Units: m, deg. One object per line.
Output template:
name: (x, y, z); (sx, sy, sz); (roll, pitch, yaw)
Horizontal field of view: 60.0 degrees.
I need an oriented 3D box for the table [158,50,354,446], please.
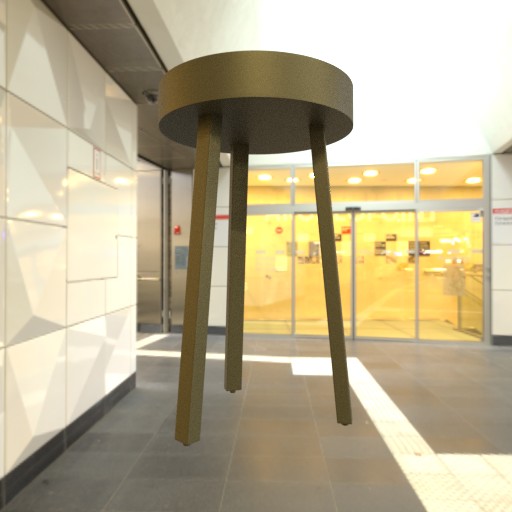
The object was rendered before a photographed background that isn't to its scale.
table: (0.000, 0.000, 0.943); (0.406, 0.686, 0.406); (0, 0, -17)
